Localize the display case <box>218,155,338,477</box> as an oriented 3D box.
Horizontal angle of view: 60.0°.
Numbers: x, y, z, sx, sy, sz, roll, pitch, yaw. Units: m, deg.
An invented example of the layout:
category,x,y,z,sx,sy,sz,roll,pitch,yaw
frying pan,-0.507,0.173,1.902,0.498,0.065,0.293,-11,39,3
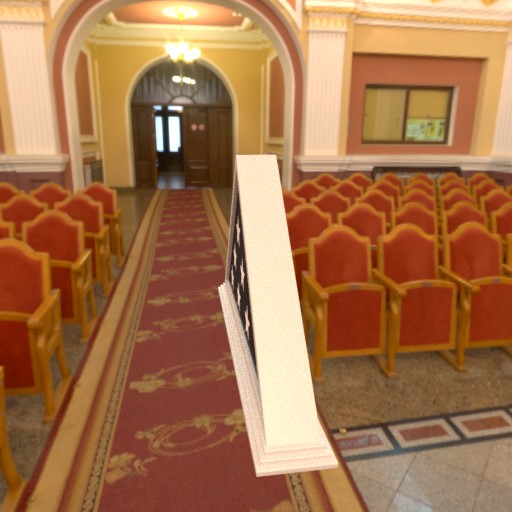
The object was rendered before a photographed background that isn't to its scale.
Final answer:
category,x,y,z,sx,sy,sz,roll,pitch,yaw
display case,0.000,0.000,0.766,0.095,0.340,0.640,-2,15,-8
